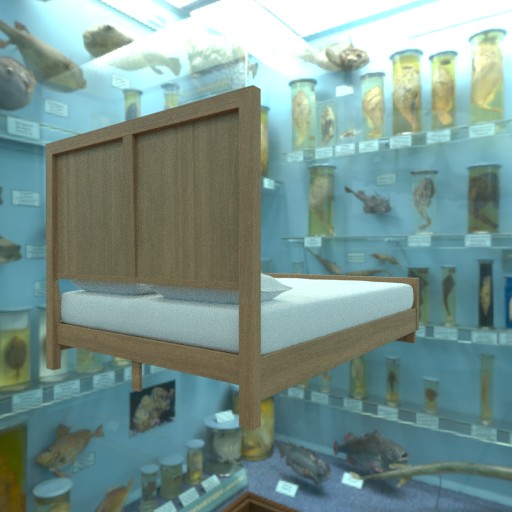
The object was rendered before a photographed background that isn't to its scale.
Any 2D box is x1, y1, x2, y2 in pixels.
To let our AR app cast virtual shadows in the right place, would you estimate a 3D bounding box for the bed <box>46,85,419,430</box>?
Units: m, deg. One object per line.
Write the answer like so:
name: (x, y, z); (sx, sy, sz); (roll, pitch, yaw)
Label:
bed: (0.000, 0.000, 3.131); (1.606, 1.387, 2.184); (0, 0, 37)
